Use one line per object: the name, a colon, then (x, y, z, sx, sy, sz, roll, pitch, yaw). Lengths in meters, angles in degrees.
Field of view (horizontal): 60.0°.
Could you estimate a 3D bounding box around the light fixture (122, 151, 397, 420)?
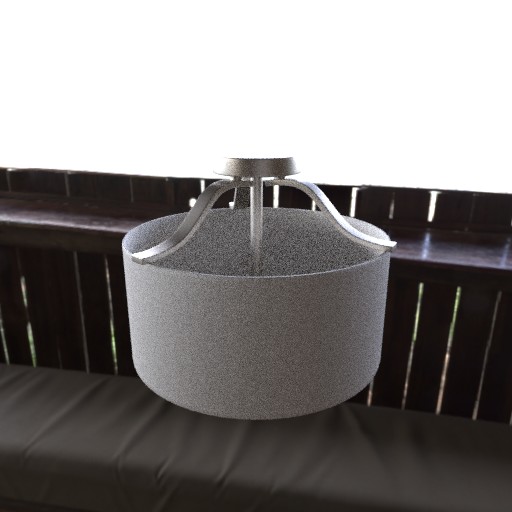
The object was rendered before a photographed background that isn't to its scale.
light fixture: (0.000, 0.000, 0.672, 0.395, 0.304, 0.395, 0, 18, 0)
